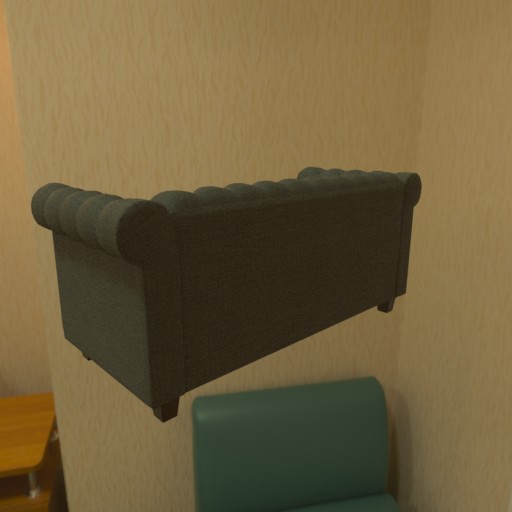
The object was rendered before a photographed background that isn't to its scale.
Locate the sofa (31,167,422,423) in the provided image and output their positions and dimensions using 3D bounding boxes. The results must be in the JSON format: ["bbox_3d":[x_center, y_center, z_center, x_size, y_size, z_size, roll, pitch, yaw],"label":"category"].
[{"bbox_3d":[0.000,0.000,2.184,1.798,0.797,0.783,-13,20,-42],"label":"sofa"}]
